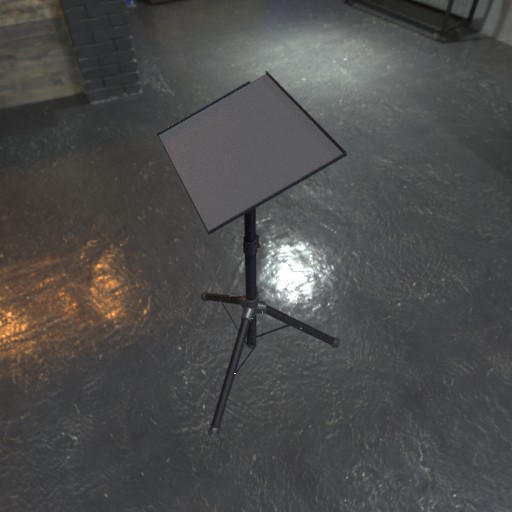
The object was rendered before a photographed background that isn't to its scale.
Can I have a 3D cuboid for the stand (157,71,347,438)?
[{"bbox_3d":[0.000,0.000,1.635,0.702,1.198,0.702,-18,50,-16],"label":"stand"}]
